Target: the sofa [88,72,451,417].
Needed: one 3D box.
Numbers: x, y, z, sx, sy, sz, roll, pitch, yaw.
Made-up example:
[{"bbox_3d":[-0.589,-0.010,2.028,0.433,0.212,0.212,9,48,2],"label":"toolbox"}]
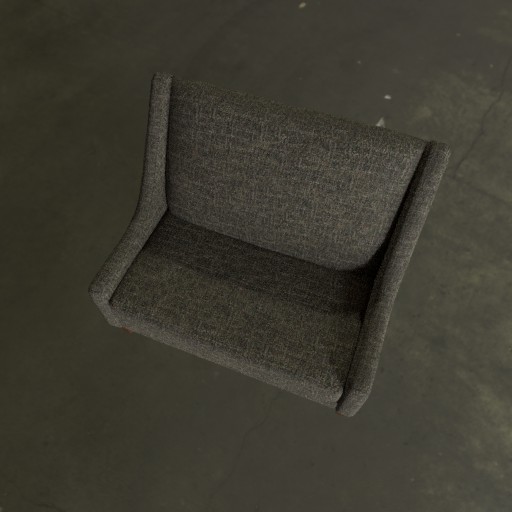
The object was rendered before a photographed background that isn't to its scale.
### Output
[{"bbox_3d":[0.000,0.000,1.945,1.242,1.021,0.870,18,59,11],"label":"sofa"}]
